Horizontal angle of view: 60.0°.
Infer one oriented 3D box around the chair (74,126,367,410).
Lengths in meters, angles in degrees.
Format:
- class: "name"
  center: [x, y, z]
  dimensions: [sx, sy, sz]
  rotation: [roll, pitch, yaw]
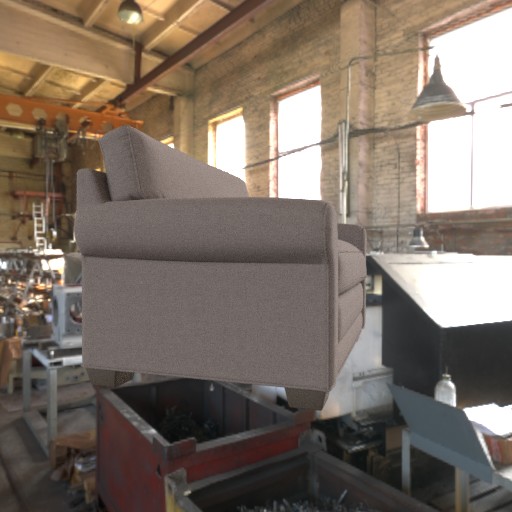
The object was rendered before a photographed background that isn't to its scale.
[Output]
- class: "chair"
  center: [0.000, 0.000, 2.027]
  dimensions: [0.930, 0.930, 1.390]
  rotation: [0, 0, 18]
